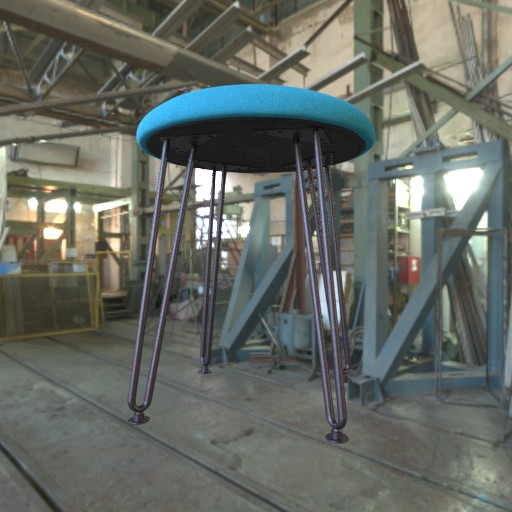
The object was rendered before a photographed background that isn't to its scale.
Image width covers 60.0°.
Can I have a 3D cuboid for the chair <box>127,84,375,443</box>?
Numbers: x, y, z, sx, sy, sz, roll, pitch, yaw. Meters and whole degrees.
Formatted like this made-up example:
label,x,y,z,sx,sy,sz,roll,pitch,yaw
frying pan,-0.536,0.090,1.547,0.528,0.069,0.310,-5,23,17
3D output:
label,x,y,z,sx,sy,sz,roll,pitch,yaw
chair,0.000,0.000,0.672,0.350,0.430,0.350,0,0,1
